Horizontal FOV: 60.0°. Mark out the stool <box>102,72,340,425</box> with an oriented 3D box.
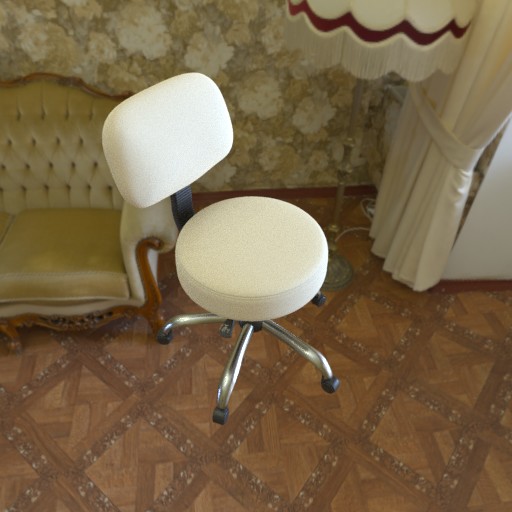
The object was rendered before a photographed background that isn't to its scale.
[{"bbox_3d":[0.000,0.000,1.218,0.616,0.810,0.609,27,50,26],"label":"stool"}]
